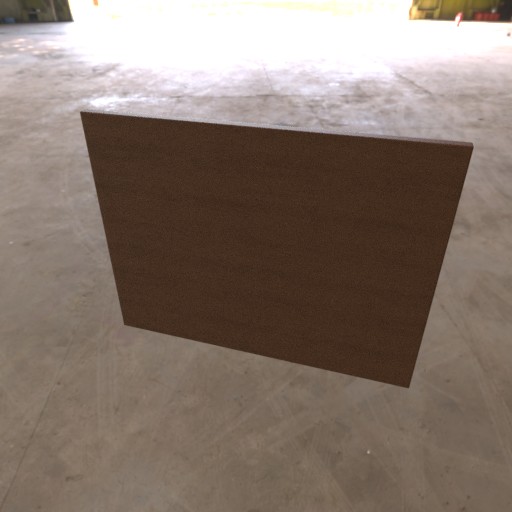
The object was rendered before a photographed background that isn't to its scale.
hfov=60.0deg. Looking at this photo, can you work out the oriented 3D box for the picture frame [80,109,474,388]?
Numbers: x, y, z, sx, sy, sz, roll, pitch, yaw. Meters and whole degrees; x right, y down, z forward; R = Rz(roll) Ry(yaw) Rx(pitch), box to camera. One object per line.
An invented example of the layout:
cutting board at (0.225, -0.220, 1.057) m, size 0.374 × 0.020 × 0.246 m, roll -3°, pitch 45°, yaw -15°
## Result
picture frame at (0.000, 0.000, 1.733) m, size 1.329 × 1.018 × 0.045 m, roll 9°, pitch 33°, yaw 14°
